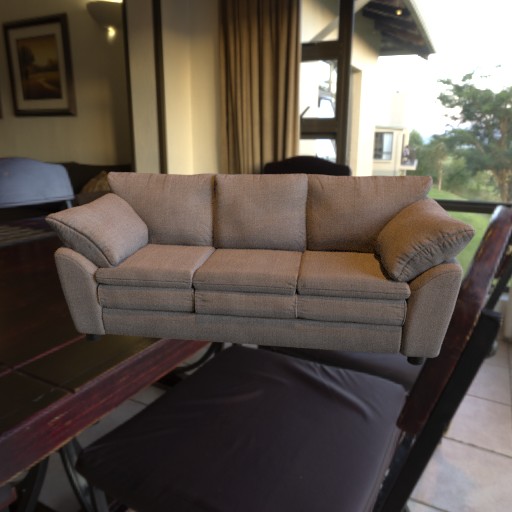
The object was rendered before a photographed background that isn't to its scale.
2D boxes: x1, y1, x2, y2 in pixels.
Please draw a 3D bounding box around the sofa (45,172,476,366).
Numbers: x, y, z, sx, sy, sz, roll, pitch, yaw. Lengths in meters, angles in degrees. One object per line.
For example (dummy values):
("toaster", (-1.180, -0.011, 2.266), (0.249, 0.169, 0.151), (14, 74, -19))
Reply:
("sofa", (0.000, 0.000, 2.802), (2.334, 0.996, 0.878), (2, 15, 9))
